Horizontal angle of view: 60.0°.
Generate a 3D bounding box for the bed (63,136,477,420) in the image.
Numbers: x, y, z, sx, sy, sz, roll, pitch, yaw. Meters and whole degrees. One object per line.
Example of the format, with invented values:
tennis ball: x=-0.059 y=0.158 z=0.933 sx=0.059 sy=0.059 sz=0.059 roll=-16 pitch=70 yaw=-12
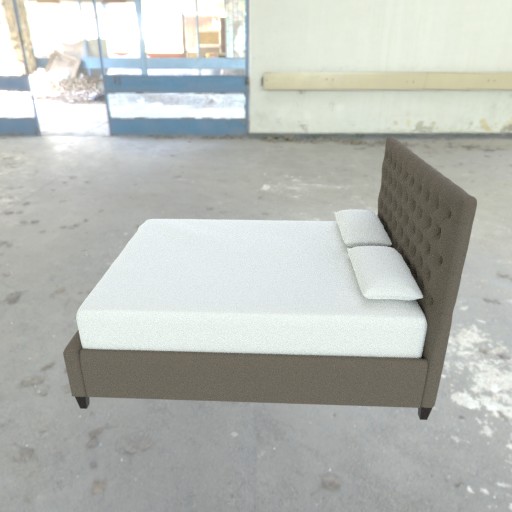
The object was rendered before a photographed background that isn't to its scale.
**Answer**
bed: x=0.000 y=0.000 z=3.208 sx=2.233 sy=1.426 sz=1.696 roll=1 pitch=25 yaw=2
